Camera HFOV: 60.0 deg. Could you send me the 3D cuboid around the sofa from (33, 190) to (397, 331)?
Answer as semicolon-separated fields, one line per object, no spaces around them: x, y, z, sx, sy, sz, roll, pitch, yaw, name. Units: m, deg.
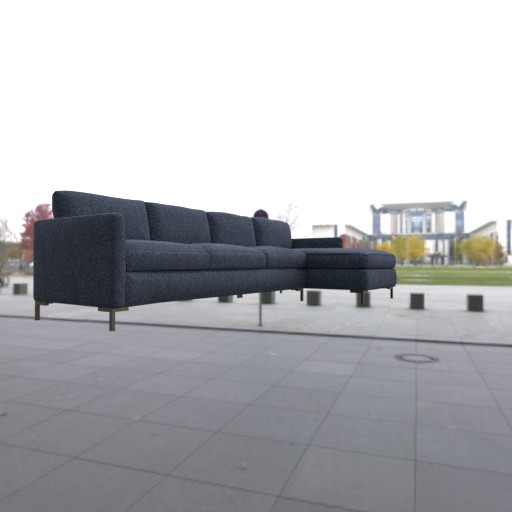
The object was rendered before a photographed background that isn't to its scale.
0.000;0.000;3.515;1.350;0.810;2.932;-1;-1;35;sofa
